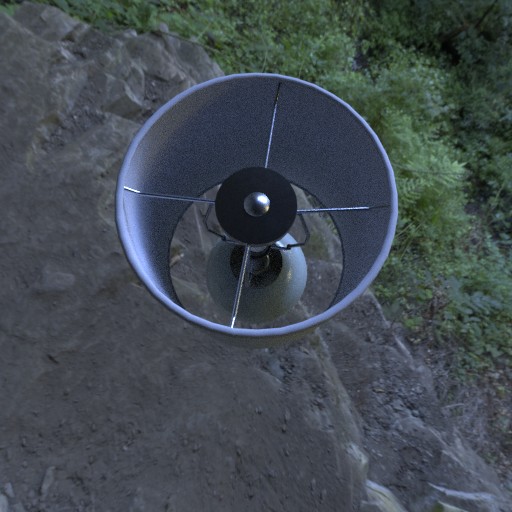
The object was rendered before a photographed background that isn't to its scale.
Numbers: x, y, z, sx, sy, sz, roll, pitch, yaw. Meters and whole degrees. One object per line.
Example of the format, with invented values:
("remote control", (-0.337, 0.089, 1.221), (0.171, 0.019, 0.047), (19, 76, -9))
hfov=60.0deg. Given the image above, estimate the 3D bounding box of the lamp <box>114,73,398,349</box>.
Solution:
("lamp", (0.000, 0.000, 0.483), (0.201, 0.353, 0.201), (-19, 77, -5))
